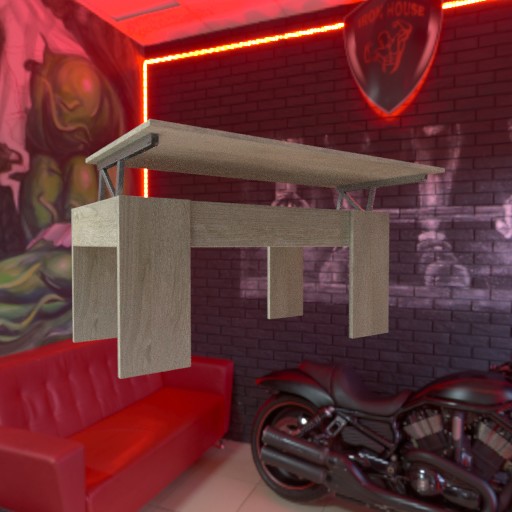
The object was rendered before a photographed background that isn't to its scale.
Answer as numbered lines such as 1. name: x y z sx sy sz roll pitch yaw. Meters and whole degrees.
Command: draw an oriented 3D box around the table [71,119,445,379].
1. table: 0.000 0.000 1.453 1.000 0.570 0.711 -1 2 -35
